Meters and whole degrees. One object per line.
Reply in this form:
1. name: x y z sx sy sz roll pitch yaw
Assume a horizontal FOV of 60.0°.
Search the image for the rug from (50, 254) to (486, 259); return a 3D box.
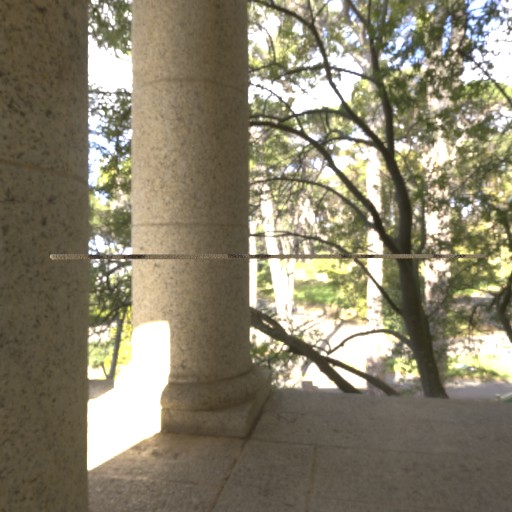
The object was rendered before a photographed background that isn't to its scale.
1. rug: 0.000 0.000 3.409 2.701 0.026 1.801 0 0 -19
